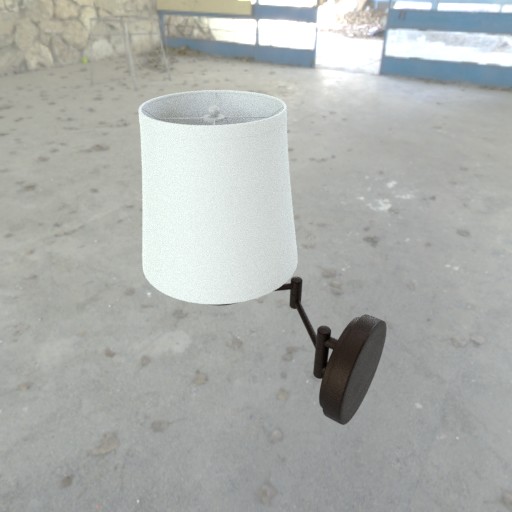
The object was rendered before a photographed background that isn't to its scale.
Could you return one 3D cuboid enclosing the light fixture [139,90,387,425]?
[{"bbox_3d":[0.000,0.000,0.271,0.157,0.172,0.100,20,37,29],"label":"light fixture"}]
